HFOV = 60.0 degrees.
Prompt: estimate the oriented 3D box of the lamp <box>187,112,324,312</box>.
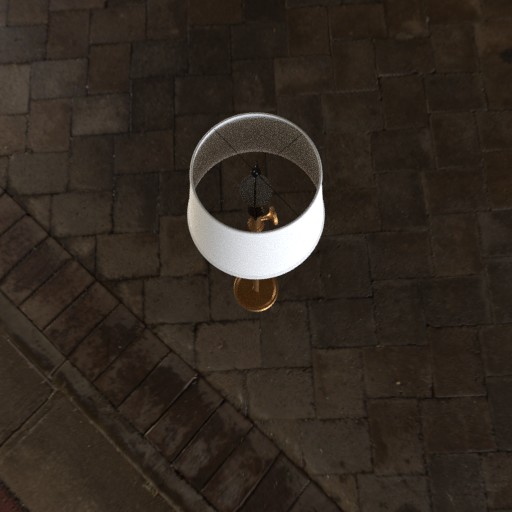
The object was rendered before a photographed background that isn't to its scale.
[{"bbox_3d":[0.000,0.000,0.802,0.178,0.710,0.178,0,76,0],"label":"lamp"}]
